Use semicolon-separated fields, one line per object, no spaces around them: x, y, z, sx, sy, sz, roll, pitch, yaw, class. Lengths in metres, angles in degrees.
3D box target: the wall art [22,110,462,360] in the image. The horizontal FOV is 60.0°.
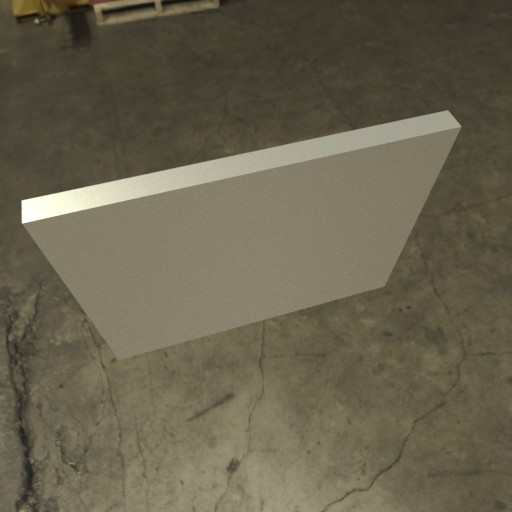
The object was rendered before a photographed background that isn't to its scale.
0.000;0.000;1.376;1.056;0.801;0.066;-14;57;-9;wall art
